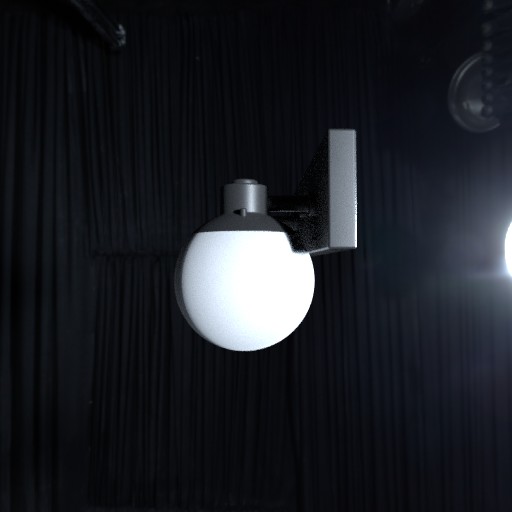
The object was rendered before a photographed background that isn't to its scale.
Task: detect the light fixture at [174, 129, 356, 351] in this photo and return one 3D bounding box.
[{"bbox_3d":[0.000,0.000,0.842,0.218,0.263,0.721,0,-1,0],"label":"light fixture"}]
